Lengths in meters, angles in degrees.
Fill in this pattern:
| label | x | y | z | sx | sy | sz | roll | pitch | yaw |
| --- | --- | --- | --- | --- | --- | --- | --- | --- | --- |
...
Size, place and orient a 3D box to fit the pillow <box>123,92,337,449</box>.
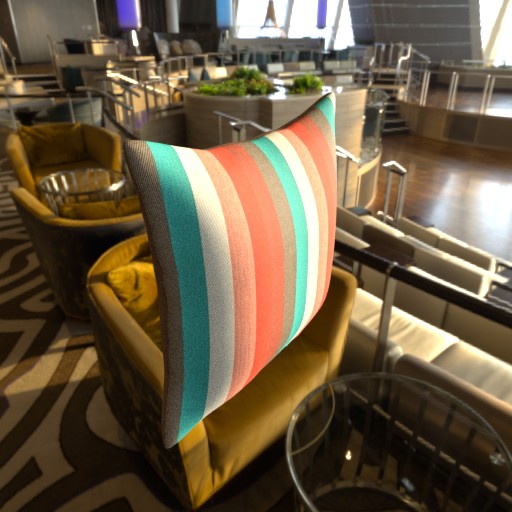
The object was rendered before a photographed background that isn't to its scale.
| label | x | y | z | sx | sy | sz | roll | pitch | yaw |
| --- | --- | --- | --- | --- | --- | --- | --- | --- | --- |
| pillow | 0.000 | 0.000 | 0.696 | 0.168 | 0.443 | 0.453 | 18 | 32 | 31 |
